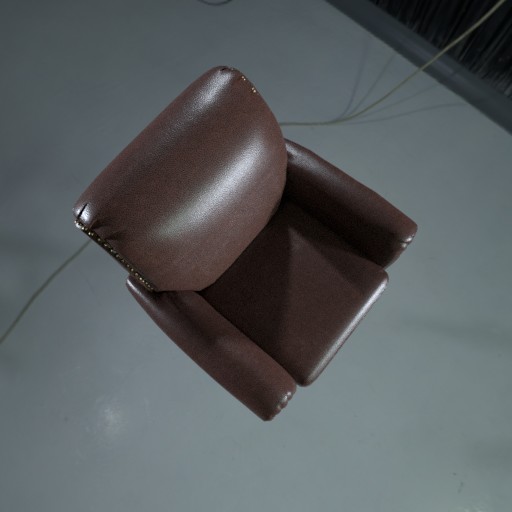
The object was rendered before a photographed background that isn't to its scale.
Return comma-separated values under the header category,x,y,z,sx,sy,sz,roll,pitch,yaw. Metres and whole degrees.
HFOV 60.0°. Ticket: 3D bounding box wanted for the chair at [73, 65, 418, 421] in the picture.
category,x,y,z,sx,sy,sz,roll,pitch,yaw
chair,0.000,0.000,1.642,0.890,0.927,0.854,38,77,10
